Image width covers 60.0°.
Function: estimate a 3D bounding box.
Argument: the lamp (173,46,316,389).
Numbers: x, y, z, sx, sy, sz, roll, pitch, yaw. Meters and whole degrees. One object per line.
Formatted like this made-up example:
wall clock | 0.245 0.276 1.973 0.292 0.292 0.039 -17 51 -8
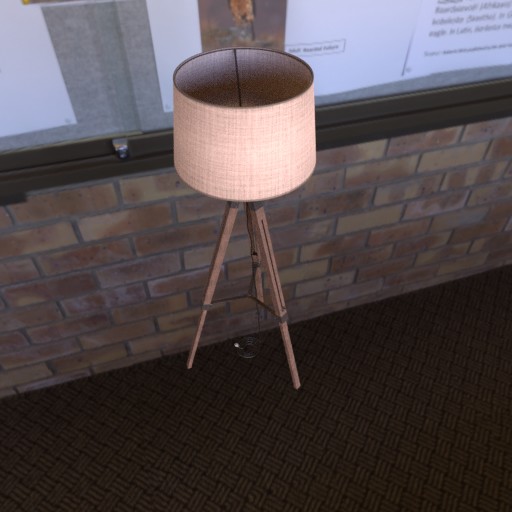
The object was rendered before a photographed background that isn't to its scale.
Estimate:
lamp | 0.000 0.000 1.851 0.587 1.510 0.604 32 54 27
